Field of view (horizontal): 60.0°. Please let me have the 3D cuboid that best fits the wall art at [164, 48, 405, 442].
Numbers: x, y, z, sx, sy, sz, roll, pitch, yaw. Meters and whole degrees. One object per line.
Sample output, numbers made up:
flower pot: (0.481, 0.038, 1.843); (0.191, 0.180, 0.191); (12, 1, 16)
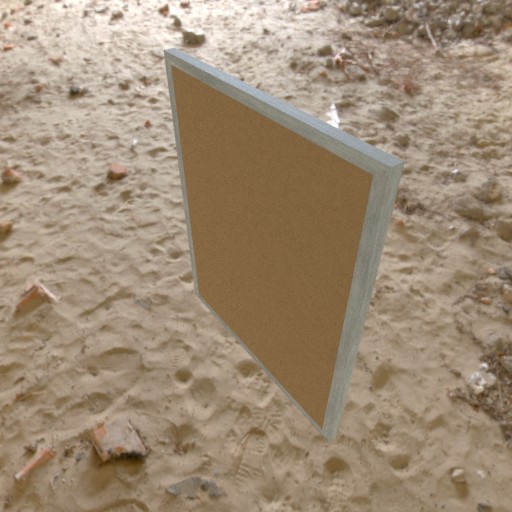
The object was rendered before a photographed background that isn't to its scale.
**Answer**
wall art: (0.000, 0.000, 0.786); (0.022, 0.582, 0.479); (-26, 48, -27)
